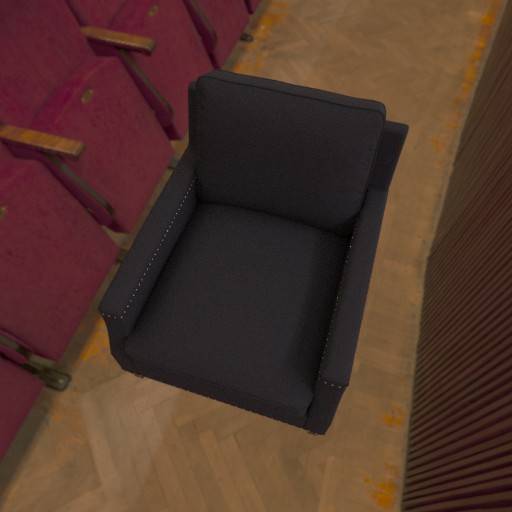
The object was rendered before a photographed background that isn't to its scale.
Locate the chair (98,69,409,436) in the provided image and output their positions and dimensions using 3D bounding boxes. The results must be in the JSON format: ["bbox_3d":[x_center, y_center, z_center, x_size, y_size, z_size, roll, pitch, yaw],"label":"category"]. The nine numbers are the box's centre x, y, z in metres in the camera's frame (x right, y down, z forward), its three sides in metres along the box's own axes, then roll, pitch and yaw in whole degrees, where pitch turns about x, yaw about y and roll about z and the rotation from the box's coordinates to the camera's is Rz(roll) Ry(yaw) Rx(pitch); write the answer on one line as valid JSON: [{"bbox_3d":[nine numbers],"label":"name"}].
[{"bbox_3d":[0.000,0.000,1.684,0.853,0.943,1.014,15,59,9],"label":"chair"}]
